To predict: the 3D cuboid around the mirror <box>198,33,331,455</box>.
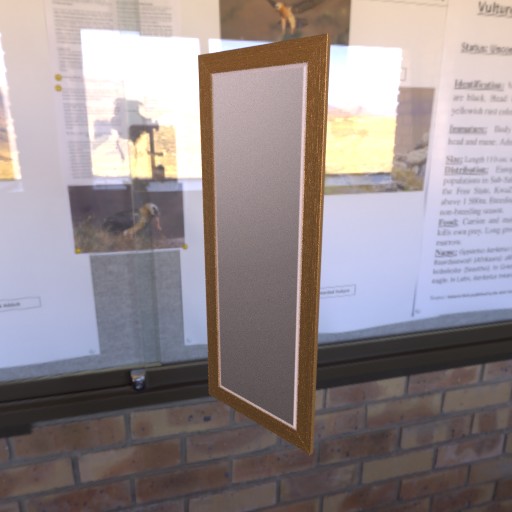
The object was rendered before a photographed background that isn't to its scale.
[{"bbox_3d":[0.000,0.000,2.344,0.812,2.031,0.025,15,22,41],"label":"mirror"}]
